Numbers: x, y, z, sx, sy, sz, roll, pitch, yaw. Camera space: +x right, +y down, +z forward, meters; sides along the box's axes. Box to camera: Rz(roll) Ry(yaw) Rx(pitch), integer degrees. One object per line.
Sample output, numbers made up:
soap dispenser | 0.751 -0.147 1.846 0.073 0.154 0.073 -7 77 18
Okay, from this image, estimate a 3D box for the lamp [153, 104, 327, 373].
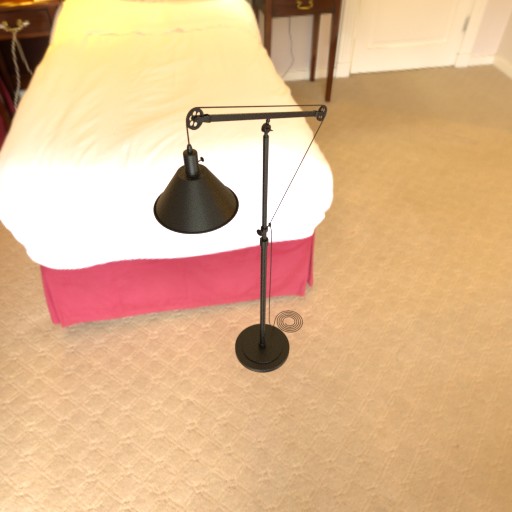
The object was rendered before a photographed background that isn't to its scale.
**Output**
lamp | 0.000 0.000 2.004 0.319 1.626 0.904 32 53 28
